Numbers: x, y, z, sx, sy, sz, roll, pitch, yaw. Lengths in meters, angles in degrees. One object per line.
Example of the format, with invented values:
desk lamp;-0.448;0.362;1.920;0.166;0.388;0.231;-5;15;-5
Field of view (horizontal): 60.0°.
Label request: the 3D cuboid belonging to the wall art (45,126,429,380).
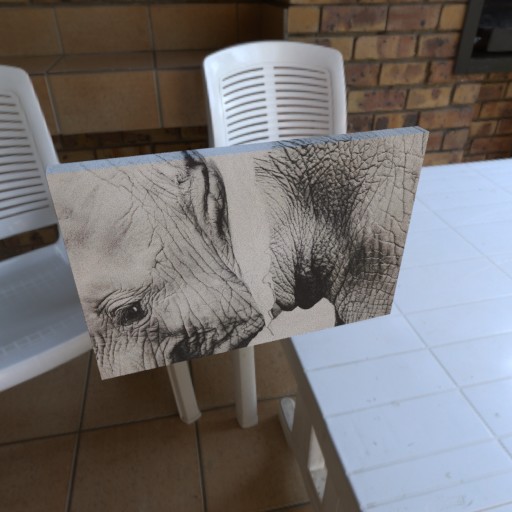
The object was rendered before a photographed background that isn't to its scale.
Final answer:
wall art;0.000;0.000;0.805;0.613;0.407;0.035;-10;34;-15
